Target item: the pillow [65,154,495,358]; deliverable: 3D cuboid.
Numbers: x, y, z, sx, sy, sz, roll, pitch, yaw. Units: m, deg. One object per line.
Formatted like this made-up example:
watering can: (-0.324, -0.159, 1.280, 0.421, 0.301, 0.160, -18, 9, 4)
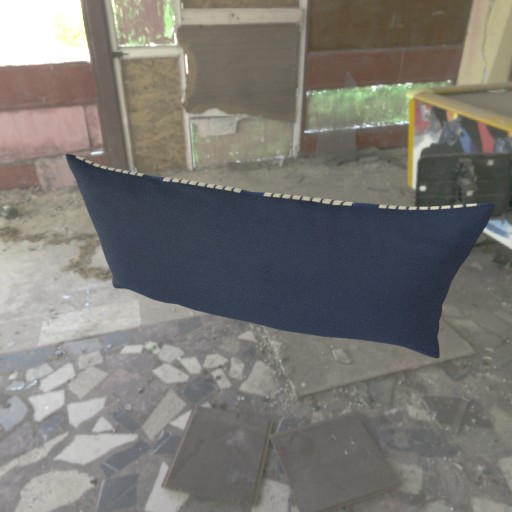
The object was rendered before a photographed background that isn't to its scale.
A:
pillow: (0.000, 0.000, 0.699, 0.608, 0.292, 0.156, 10, 33, 16)
